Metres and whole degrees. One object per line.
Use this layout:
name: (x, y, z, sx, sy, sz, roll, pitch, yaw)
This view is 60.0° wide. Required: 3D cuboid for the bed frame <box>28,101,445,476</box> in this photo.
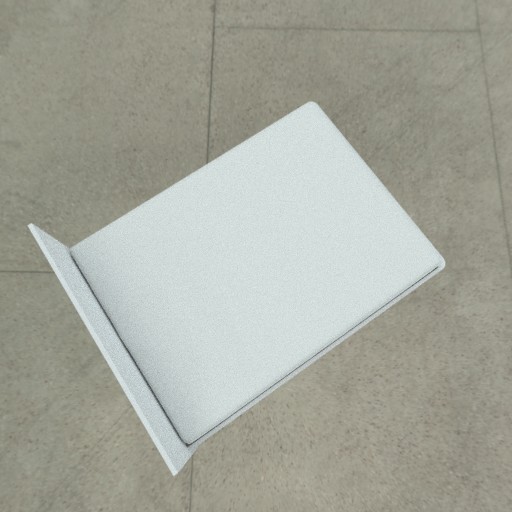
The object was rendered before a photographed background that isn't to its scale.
bed frame: (0.000, 0.000, 2.748, 1.950, 0.800, 1.490, -34, 78, -8)
